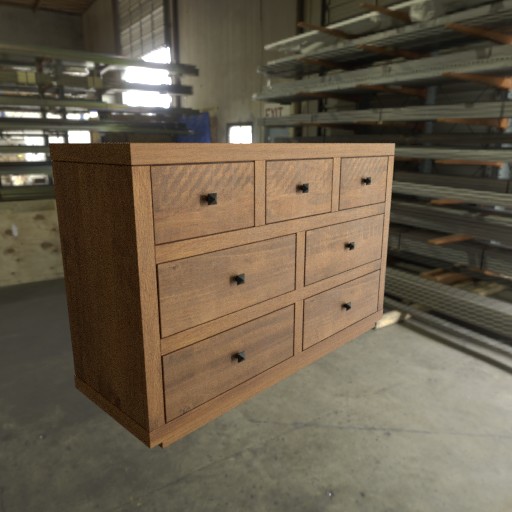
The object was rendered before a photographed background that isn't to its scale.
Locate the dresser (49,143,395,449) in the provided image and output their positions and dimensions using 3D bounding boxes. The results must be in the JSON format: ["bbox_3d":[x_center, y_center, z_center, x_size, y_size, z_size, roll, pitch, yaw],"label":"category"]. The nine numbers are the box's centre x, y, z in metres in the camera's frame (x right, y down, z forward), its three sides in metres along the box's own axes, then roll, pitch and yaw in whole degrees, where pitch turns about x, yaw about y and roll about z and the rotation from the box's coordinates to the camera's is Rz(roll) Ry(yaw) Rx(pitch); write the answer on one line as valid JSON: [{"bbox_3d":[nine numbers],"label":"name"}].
[{"bbox_3d":[0.000,0.000,1.673,0.479,0.825,1.261,13,19,42],"label":"dresser"}]
